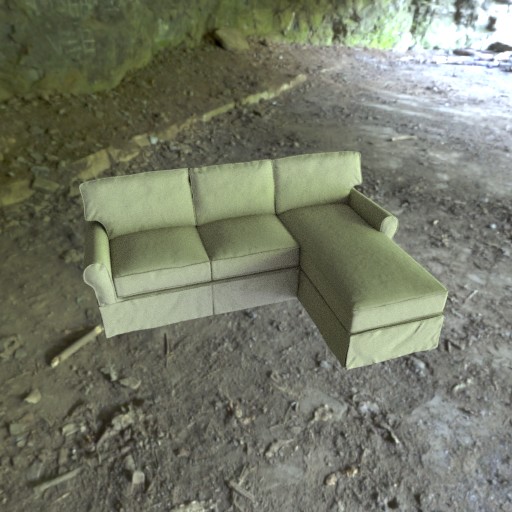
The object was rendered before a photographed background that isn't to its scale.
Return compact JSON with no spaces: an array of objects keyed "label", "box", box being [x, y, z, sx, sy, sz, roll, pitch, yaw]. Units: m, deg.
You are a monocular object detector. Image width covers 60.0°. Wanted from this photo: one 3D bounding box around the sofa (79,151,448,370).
[{"label":"sofa","box":[0.000,0.000,3.365,2.475,0.978,1.733,-10,34,-15]}]
